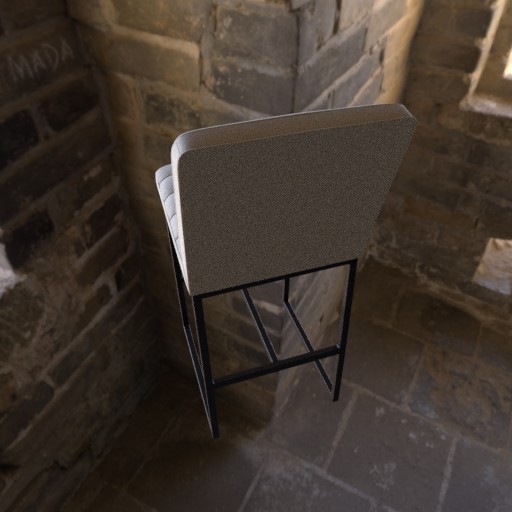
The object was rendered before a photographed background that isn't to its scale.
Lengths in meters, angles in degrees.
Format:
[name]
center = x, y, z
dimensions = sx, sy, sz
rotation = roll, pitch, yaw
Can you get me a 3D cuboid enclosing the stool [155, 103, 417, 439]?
[stool]
center = 0.000, 0.000, 1.286
dimensions = 0.460, 1.040, 0.560
rotation = -12, 42, -14
